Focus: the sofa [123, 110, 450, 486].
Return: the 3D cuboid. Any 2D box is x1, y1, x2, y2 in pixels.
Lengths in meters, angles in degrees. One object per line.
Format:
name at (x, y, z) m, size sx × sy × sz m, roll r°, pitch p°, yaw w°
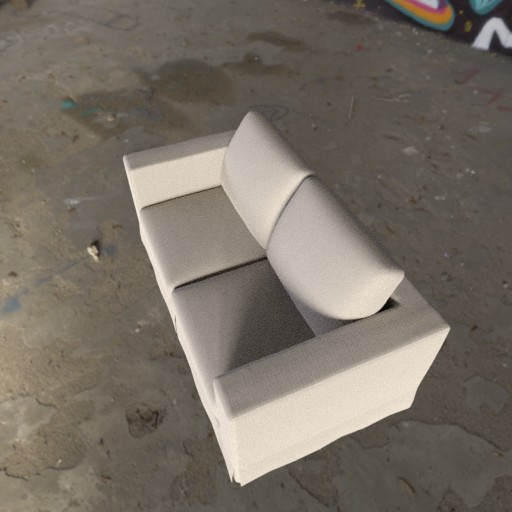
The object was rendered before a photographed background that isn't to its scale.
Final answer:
sofa at (0.000, 0.000, 2.401) m, size 1.009 × 0.932 × 1.813 m, roll -18°, pitch 49°, yaw -16°
